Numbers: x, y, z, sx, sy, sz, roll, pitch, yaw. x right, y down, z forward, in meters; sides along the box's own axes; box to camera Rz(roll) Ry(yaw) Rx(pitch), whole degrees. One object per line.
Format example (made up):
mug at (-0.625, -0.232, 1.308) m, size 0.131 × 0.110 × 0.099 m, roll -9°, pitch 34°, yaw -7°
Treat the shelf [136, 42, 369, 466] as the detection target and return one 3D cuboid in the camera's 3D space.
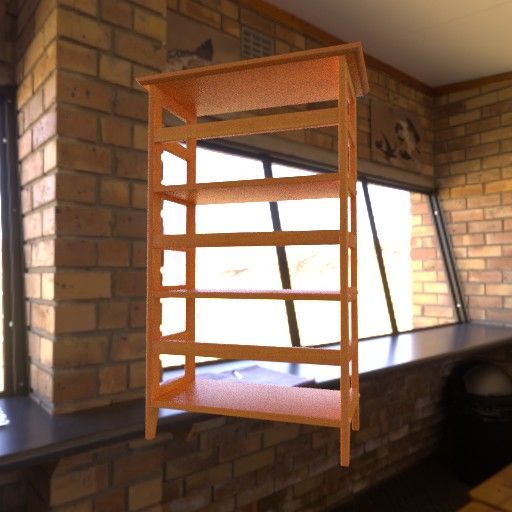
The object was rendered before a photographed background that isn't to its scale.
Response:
shelf at (0.000, 0.000, 1.350) m, size 0.660 × 1.067 × 0.305 m, roll -1°, pitch -2°, yaw 18°
